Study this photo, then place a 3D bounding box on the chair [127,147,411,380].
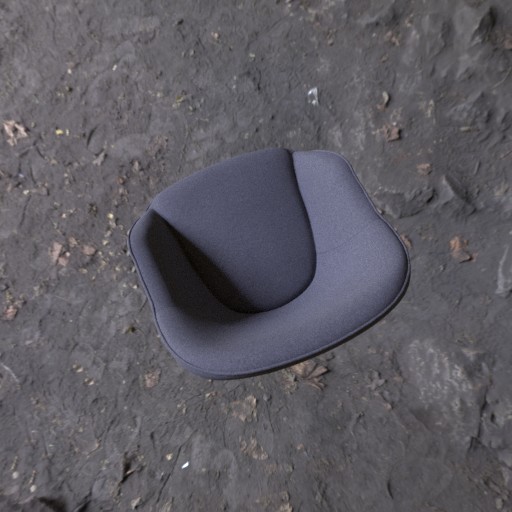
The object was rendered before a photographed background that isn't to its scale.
[{"bbox_3d":[0.000,0.000,1.246,0.589,0.810,0.611,-23,77,-6],"label":"chair"}]
